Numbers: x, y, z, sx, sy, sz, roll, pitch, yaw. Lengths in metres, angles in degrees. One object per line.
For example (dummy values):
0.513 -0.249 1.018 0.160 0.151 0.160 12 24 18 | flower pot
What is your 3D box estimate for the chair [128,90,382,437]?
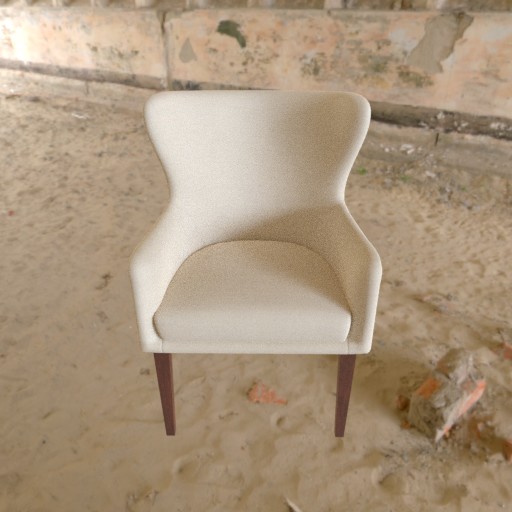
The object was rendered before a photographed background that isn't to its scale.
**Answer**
0.000 0.000 1.496 0.696 0.990 0.744 0 30 1 | chair
